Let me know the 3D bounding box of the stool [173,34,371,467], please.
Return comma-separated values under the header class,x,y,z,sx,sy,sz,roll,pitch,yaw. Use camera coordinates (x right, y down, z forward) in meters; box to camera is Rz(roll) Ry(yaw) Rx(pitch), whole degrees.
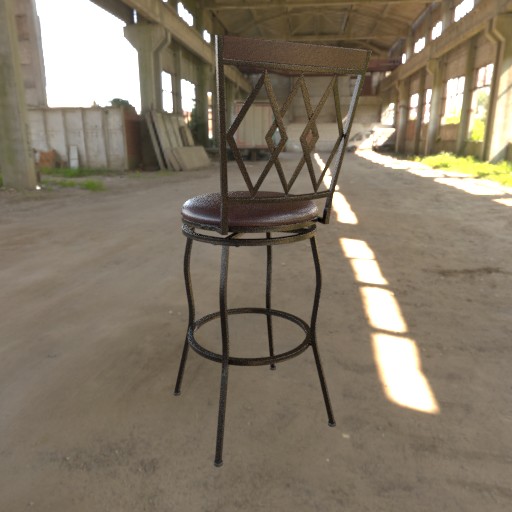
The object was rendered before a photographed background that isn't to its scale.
class,x,y,z,sx,sy,sz,roll,pitch,yaw
stool,0.000,0.000,1.367,0.432,1.134,0.521,-8,17,-26
